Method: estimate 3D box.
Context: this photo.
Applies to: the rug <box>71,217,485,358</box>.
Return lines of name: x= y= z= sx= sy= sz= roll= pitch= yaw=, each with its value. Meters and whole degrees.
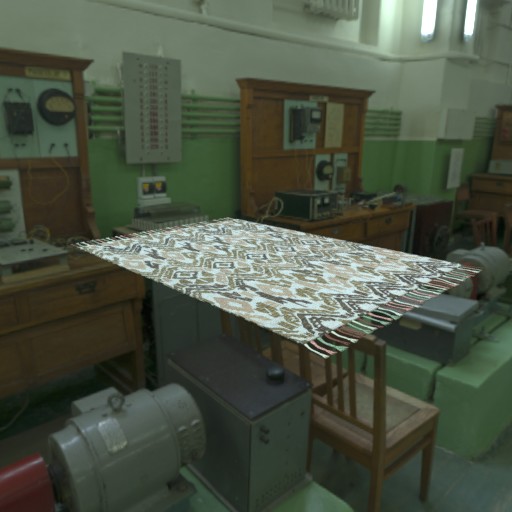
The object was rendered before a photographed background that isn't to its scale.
rug: x=0.000 y=0.000 z=2.277 sx=1.219 sy=0.008 sz=1.829 roll=-15 pitch=21 yaw=-42
